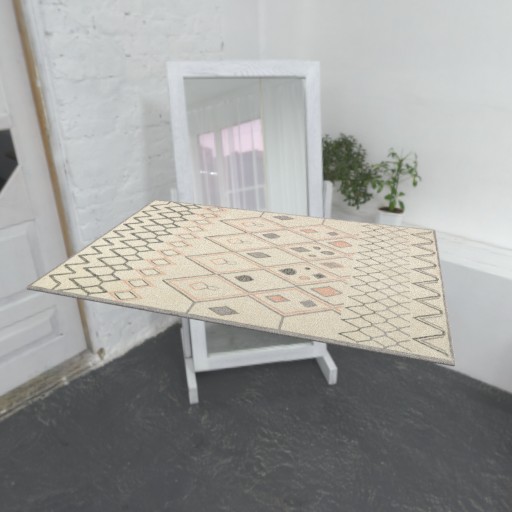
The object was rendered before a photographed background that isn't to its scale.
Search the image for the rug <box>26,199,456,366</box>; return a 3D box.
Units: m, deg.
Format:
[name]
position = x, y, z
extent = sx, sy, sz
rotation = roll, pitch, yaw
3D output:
[rug]
position = 0.000, 0.000, 2.309
extent = 1.829, 0.016, 1.219
rotation = 8, 28, 15
